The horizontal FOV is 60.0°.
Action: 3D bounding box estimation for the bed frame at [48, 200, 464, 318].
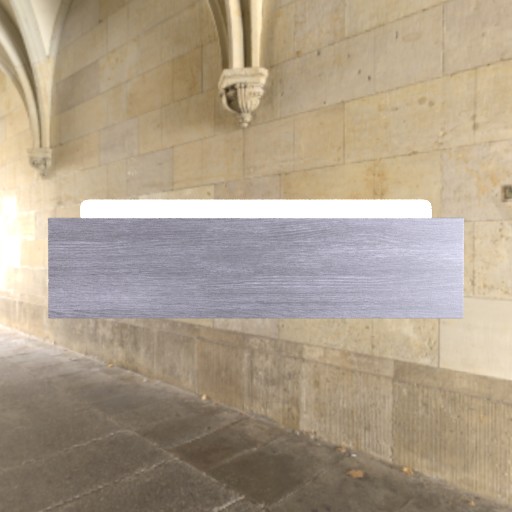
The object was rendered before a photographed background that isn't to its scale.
[{"bbox_3d":[0.000,0.000,2.563,1.490,0.432,1.950,0,0,0],"label":"bed frame"}]
